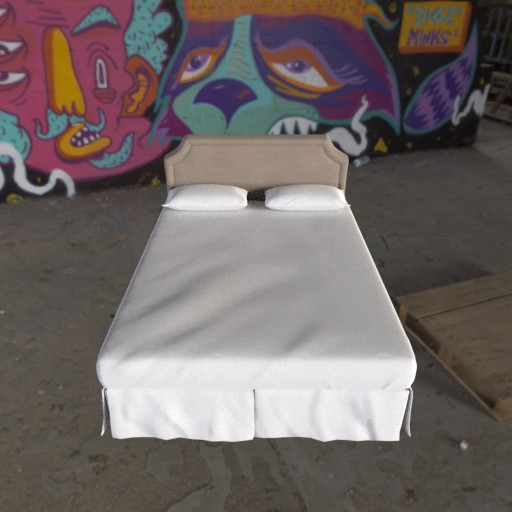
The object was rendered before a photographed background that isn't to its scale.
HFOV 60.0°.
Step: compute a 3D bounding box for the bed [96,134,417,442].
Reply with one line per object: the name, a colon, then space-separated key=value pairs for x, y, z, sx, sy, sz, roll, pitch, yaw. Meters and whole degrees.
bed: x=0.000 y=0.000 z=3.544 sx=1.977 sy=1.293 sz=2.498 roll=0 pitch=30 yaw=0
